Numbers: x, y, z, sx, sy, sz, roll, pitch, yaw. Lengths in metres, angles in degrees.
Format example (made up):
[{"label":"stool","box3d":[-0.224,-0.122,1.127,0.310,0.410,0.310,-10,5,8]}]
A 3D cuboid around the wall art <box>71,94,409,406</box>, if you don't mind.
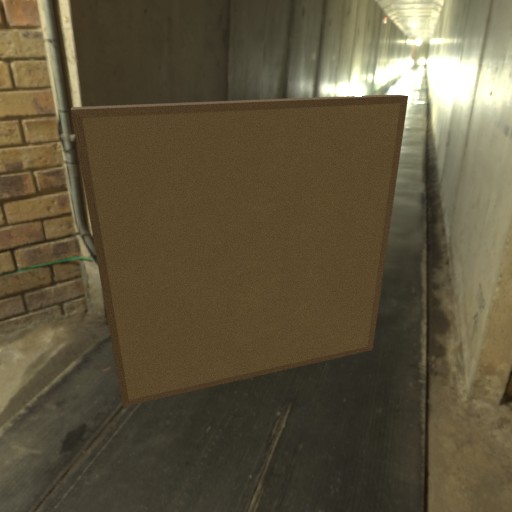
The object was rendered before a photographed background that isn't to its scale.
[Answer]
[{"label":"wall art","box3d":[0.000,0.000,1.140,0.761,0.758,0.038,-8,27,-17]}]
